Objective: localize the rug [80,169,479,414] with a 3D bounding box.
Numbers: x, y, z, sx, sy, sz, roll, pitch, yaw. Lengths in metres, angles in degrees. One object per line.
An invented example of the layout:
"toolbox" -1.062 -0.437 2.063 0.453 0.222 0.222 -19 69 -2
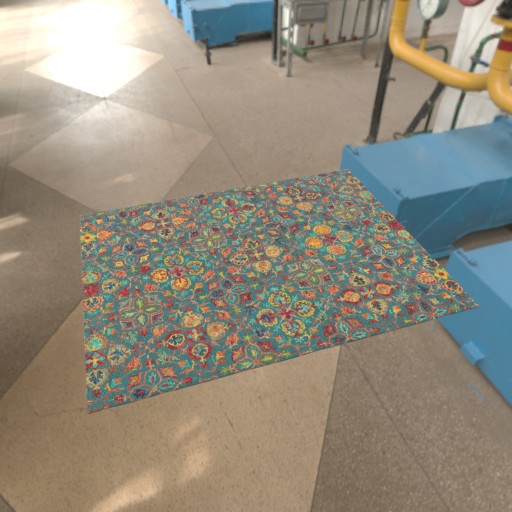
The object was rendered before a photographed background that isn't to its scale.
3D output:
"rug" 0.000 0.000 4.263 3.204 0.025 2.434 -12 42 -14
